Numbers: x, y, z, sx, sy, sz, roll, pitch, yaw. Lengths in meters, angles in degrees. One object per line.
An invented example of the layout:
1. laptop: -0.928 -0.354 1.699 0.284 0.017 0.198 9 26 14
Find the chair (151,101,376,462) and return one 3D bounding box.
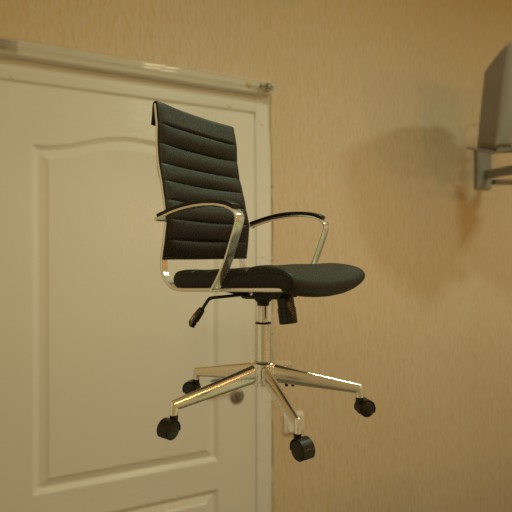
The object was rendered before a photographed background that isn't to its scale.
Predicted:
1. chair: 0.000 0.000 1.625 0.739 1.149 0.766 0 0 38
